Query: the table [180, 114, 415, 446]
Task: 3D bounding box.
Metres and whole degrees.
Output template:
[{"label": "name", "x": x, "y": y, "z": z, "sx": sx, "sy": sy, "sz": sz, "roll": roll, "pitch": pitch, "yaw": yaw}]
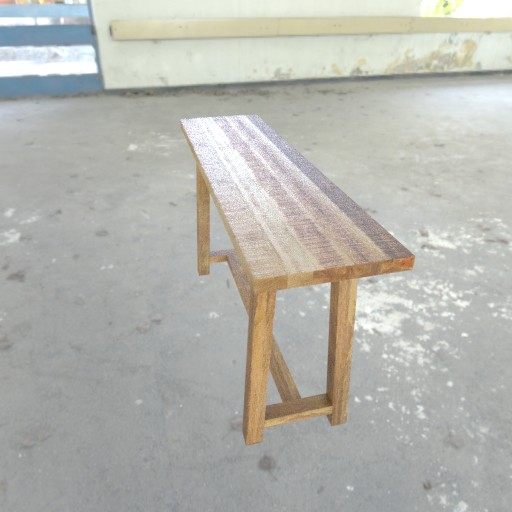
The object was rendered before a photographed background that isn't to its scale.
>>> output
[{"label": "table", "x": 0.000, "y": 0.000, "z": 1.876, "sx": 0.405, "sy": 0.810, "sz": 1.524, "roll": -8, "pitch": 31, "yaw": -13}]
